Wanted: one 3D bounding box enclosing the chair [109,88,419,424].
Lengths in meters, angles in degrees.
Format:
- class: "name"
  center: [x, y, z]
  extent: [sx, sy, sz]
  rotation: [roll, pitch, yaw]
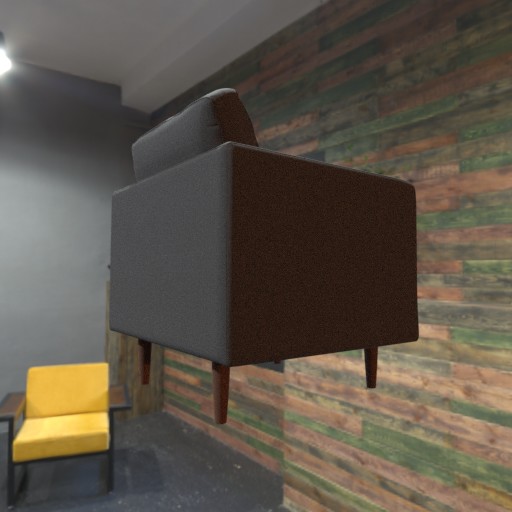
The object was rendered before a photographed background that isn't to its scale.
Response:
- class: "chair"
  center: [0.000, 0.000, 1.604]
  extent: [0.800, 0.927, 0.854]
  rotation: [2, -3, -36]
